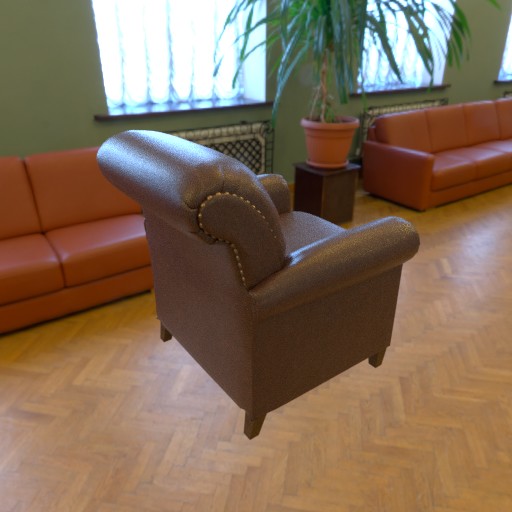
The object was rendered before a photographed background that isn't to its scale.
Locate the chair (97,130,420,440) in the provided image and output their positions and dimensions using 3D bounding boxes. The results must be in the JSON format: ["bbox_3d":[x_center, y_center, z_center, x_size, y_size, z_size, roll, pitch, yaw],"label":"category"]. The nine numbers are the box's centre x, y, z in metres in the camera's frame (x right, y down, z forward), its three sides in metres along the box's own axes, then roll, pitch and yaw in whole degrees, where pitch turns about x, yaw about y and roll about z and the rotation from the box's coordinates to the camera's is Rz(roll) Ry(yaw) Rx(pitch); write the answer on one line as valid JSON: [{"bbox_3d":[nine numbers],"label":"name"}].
[{"bbox_3d":[0.000,0.000,1.653,0.890,0.927,0.854,-18,31,-32],"label":"chair"}]
